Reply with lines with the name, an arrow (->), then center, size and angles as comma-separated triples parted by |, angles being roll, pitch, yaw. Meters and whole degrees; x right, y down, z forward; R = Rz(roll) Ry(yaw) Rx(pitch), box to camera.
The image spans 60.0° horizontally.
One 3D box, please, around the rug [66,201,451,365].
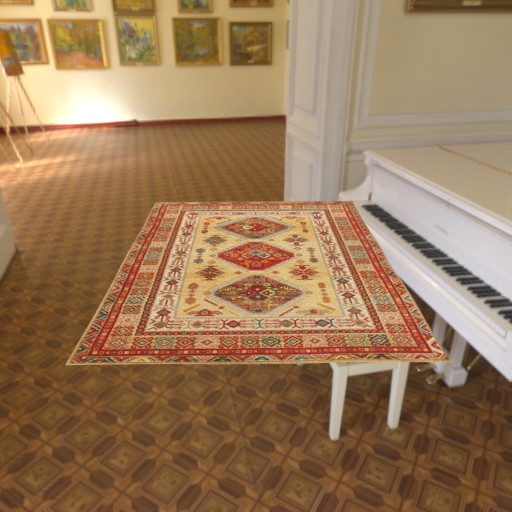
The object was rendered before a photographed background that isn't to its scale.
rug -> 0.000, 0.000, 4.181 | 2.460, 0.005, 3.067 | 0, 26, -1
